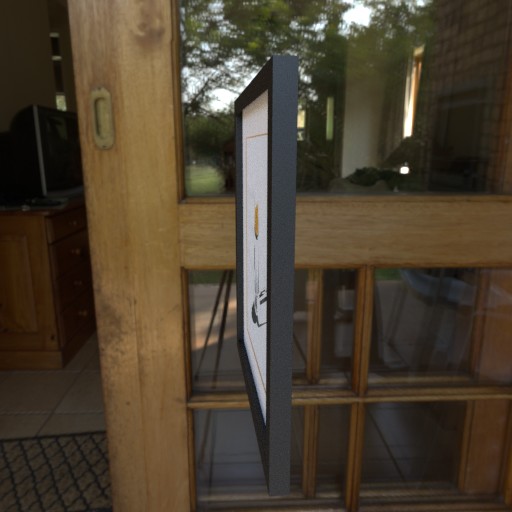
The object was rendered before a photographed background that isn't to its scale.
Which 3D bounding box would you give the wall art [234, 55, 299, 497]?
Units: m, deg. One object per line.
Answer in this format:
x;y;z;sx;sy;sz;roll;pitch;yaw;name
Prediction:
0.000;0.000;0.528;0.019;0.381;0.330;-2;14;-7;wall art
